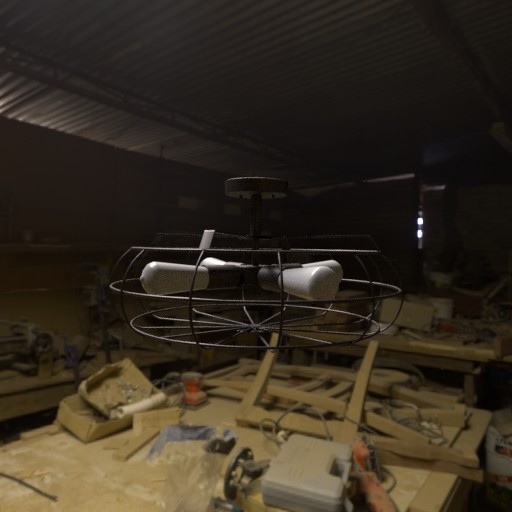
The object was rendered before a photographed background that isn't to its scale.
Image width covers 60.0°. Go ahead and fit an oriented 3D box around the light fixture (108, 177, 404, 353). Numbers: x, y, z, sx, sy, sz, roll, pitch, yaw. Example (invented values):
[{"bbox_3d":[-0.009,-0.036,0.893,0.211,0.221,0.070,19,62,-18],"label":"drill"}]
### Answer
[{"bbox_3d":[0.000,0.000,0.929,0.582,0.311,0.582,0,0,0],"label":"light fixture"}]
